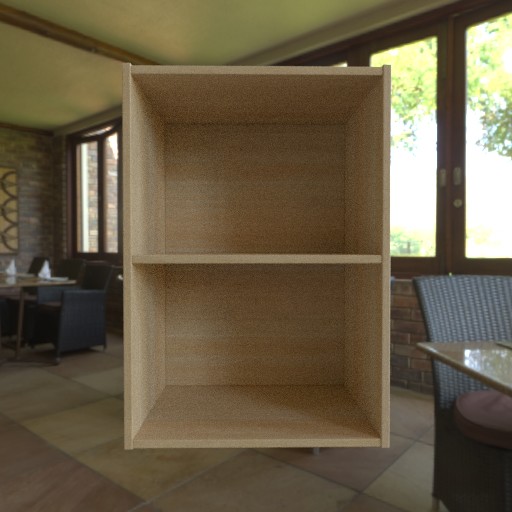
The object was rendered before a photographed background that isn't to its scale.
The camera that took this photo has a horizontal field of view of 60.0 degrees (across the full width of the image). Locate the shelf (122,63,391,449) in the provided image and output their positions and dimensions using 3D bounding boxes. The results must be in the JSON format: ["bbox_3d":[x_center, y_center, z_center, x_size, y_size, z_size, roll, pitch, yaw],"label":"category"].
[{"bbox_3d":[0.000,0.000,0.825,0.414,0.592,0.290,0,1,-1],"label":"shelf"}]
